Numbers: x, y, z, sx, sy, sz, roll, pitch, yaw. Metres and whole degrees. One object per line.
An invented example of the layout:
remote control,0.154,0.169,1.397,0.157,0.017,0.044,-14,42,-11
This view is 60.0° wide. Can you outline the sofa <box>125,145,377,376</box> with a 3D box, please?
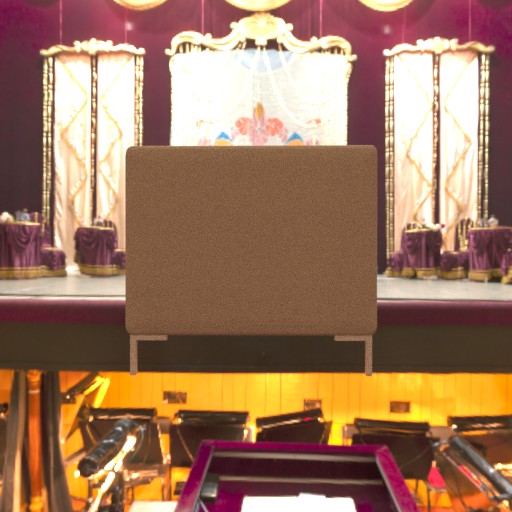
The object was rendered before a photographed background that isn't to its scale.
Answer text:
sofa,0.000,0.000,2.173,0.686,0.635,1.981,0,0,1
